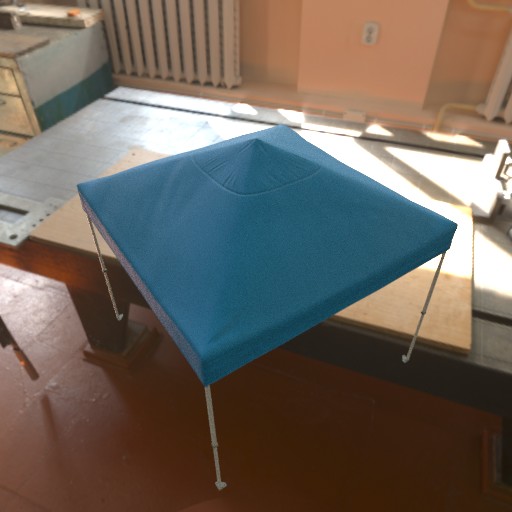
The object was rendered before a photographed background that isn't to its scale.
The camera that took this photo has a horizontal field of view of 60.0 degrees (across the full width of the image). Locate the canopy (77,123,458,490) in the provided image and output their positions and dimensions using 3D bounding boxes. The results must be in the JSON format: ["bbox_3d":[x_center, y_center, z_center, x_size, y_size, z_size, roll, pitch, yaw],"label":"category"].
[{"bbox_3d":[0.000,0.000,5.277,2.998,2.997,2.996,-24,46,-26],"label":"canopy"}]
